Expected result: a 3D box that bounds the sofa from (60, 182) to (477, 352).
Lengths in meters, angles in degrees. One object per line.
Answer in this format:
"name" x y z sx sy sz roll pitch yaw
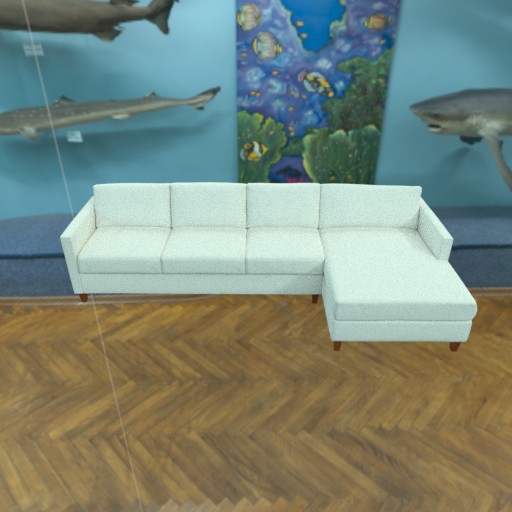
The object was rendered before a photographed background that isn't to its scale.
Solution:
"sofa" 0.000 0.000 4.119 3.471 0.954 1.606 0 31 0
